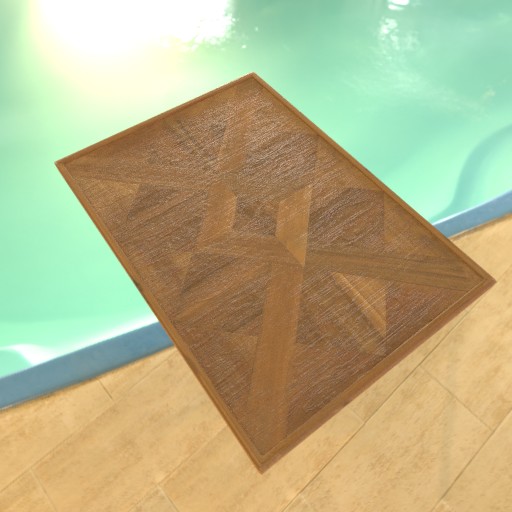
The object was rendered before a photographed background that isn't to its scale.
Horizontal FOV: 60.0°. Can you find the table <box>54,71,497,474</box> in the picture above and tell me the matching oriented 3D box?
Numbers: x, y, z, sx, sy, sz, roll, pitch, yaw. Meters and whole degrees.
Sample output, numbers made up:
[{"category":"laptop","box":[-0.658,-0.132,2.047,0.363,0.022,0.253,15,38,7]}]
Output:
[{"category":"table","box":[0.000,0.000,1.653,0.877,0.492,1.238,-32,63,-18]}]
